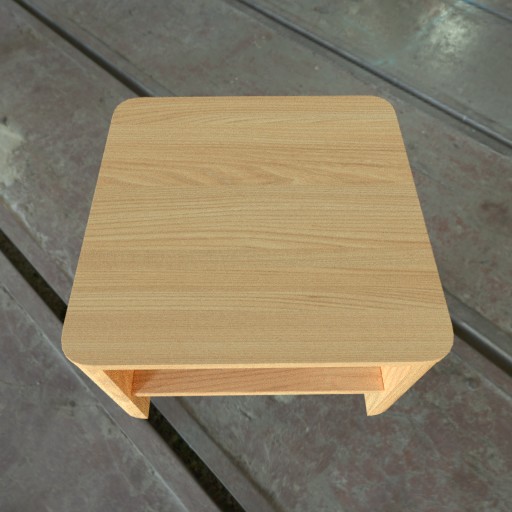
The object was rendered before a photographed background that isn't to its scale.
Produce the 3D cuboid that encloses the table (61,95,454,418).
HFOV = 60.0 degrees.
[{"bbox_3d":[0.000,0.000,1.204,0.750,0.450,0.750,-1,58,0],"label":"table"}]
